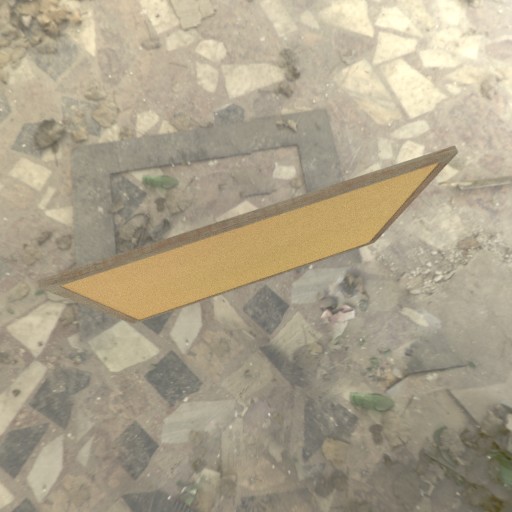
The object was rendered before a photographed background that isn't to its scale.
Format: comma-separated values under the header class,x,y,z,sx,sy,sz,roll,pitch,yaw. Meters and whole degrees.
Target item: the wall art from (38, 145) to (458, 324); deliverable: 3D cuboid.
class,x,y,z,sx,sy,sz,roll,pitch,yaw
wall art,0.000,0.000,1.391,1.012,0.774,0.019,-18,76,-5
